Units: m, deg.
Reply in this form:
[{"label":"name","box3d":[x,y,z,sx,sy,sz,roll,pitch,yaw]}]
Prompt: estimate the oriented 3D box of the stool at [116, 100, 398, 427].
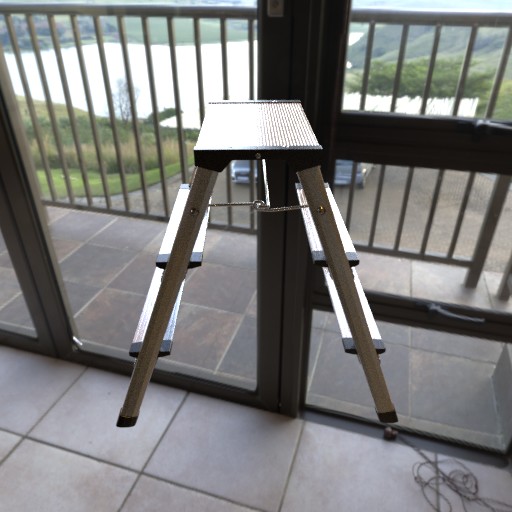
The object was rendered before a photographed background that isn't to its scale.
[{"label":"stool","box3d":[0.000,0.000,1.000,0.622,0.605,0.437,-1,32,-1]}]
